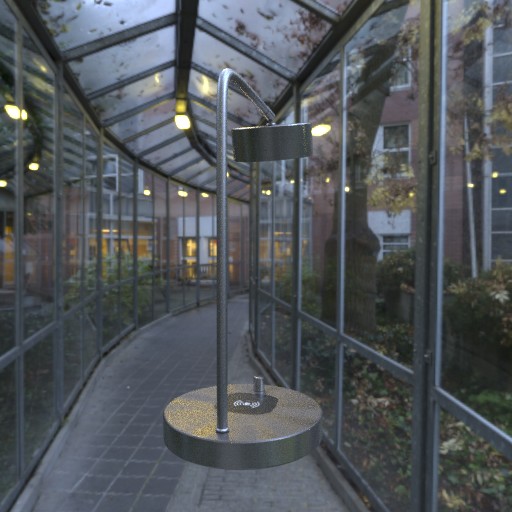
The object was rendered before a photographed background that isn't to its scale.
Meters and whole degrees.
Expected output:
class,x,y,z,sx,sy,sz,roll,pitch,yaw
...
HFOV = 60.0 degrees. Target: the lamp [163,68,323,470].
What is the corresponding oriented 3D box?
class,x,y,z,sx,sy,sz,roll,pitch,yaw
lamp,0.000,0.000,0.650,0.211,0.469,0.334,0,1,16
